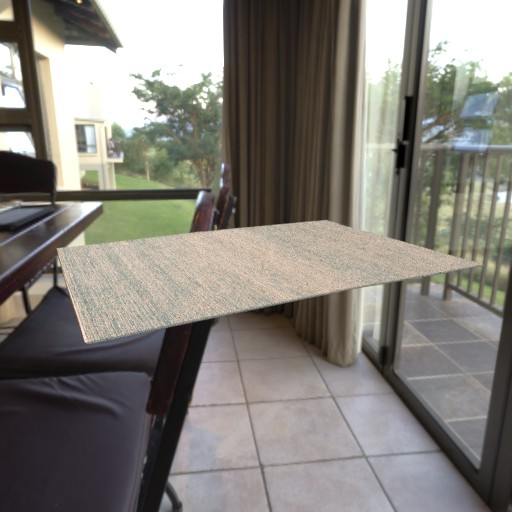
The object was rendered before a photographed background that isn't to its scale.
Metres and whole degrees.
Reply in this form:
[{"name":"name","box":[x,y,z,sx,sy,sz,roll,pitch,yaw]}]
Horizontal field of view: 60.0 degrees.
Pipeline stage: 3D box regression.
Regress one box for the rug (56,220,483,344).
[{"name":"rug","box":[0.000,0.000,2.891,2.306,0.030,1.613,-8,17,-26]}]
